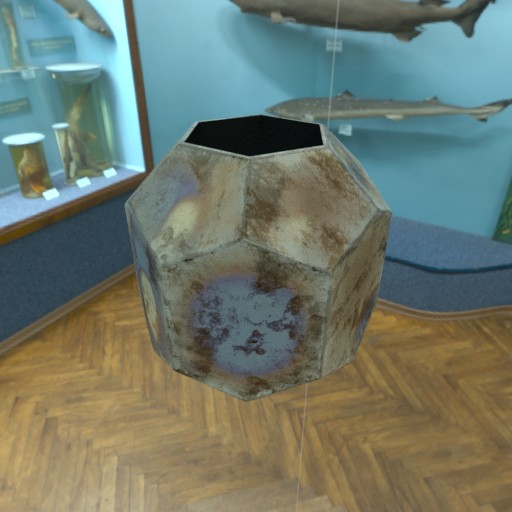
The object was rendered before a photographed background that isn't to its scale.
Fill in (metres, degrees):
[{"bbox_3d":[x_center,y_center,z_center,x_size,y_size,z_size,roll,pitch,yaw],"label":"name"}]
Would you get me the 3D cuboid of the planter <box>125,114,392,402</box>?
[{"bbox_3d":[0.000,0.000,0.428,0.221,0.238,0.243,19,36,29],"label":"planter"}]
